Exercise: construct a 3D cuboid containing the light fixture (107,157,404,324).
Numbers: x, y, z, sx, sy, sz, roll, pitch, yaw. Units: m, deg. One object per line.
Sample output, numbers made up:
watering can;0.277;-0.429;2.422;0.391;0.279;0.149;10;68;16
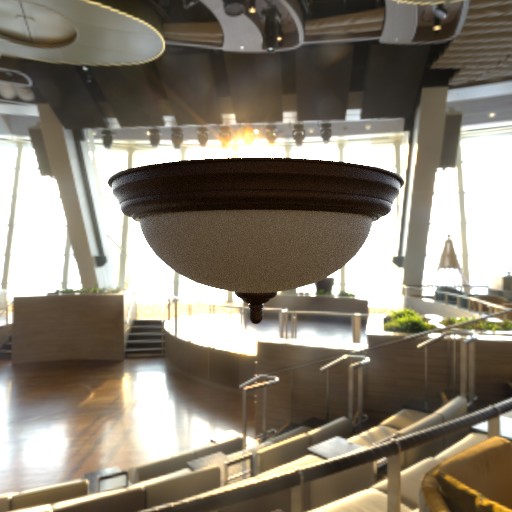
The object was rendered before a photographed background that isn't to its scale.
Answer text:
light fixture;0.000;0.000;0.440;0.280;0.135;0.280;0;0;0
